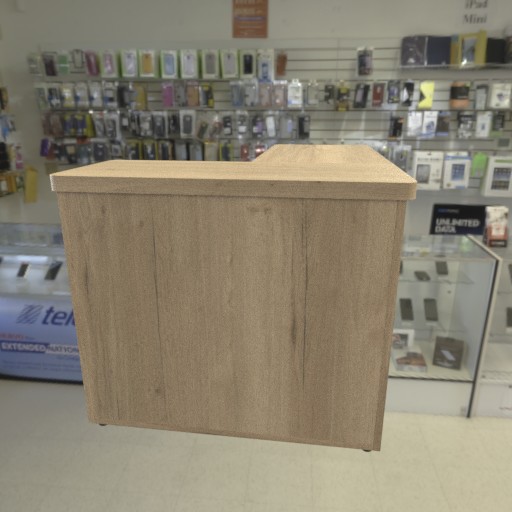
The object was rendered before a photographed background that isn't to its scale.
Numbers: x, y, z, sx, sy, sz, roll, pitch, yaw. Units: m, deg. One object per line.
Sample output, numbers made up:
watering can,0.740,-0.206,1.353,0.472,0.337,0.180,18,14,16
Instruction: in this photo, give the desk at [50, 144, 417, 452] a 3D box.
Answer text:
desk,0.000,0.000,1.714,0.900,0.760,1.169,2,18,8
